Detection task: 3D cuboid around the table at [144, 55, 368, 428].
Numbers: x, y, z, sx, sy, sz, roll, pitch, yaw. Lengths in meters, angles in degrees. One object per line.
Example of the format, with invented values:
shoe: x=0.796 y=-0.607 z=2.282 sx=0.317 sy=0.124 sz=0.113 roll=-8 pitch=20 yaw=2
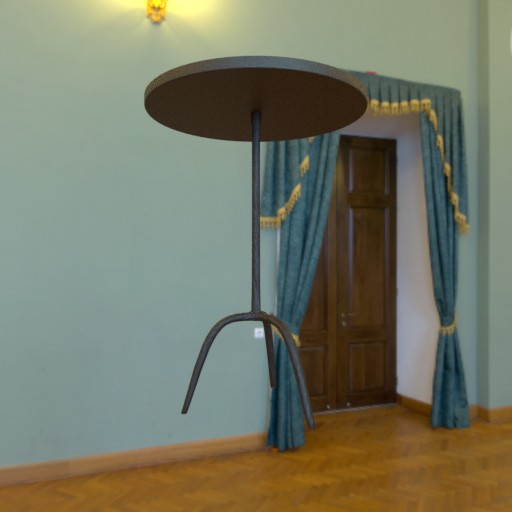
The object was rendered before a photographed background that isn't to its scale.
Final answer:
table: x=0.000 y=0.000 z=1.025 sx=0.502 sy=0.700 sz=0.502 roll=0 pitch=0 yaw=-20
